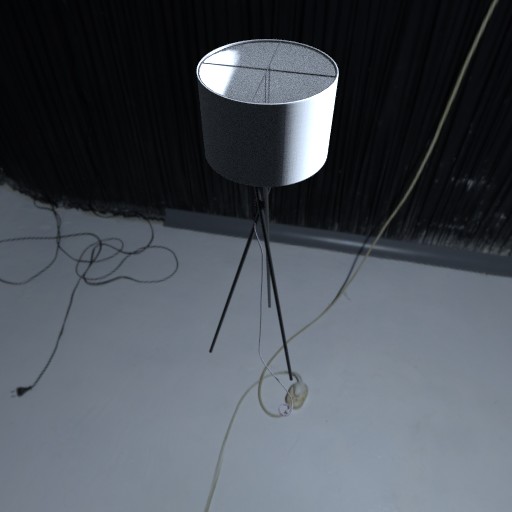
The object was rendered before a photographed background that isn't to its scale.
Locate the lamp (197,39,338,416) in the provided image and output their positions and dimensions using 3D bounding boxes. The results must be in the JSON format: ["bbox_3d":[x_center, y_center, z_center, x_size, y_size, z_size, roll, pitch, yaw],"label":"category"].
[{"bbox_3d":[0.000,0.000,1.929,0.522,1.624,0.667,10,48,9],"label":"lamp"}]
